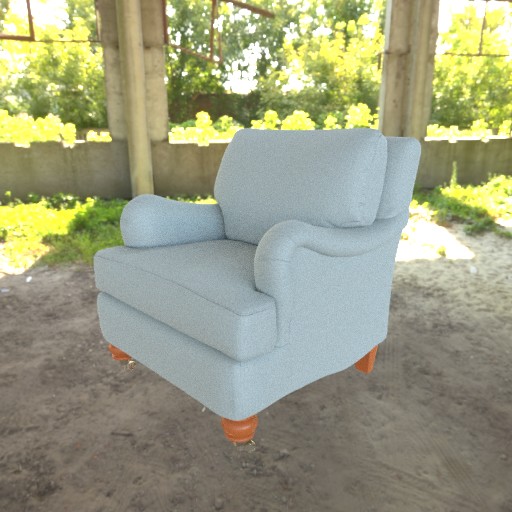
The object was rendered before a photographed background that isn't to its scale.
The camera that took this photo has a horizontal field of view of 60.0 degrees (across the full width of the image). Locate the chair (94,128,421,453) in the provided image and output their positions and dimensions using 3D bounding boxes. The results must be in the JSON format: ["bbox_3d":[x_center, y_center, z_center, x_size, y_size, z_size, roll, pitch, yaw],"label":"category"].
[{"bbox_3d":[0.000,0.000,1.870,0.955,1.038,1.070,15,22,42],"label":"chair"}]
